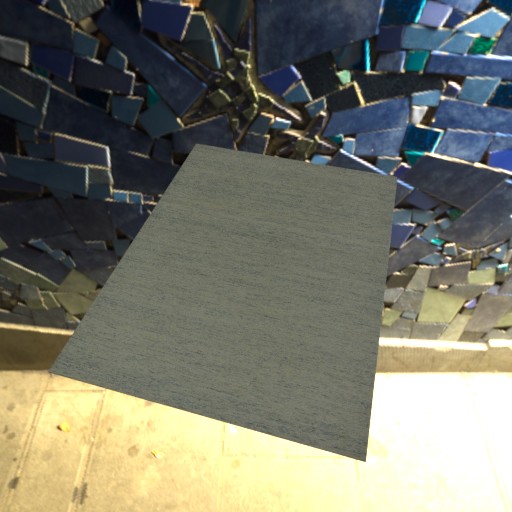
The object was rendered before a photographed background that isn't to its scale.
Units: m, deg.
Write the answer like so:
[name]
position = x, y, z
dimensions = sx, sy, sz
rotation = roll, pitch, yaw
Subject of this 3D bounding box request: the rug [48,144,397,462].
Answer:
[rug]
position = 0.000, 0.000, 4.234
dimensions = 2.438, 0.006, 3.197
rotation = 12, 49, 10
